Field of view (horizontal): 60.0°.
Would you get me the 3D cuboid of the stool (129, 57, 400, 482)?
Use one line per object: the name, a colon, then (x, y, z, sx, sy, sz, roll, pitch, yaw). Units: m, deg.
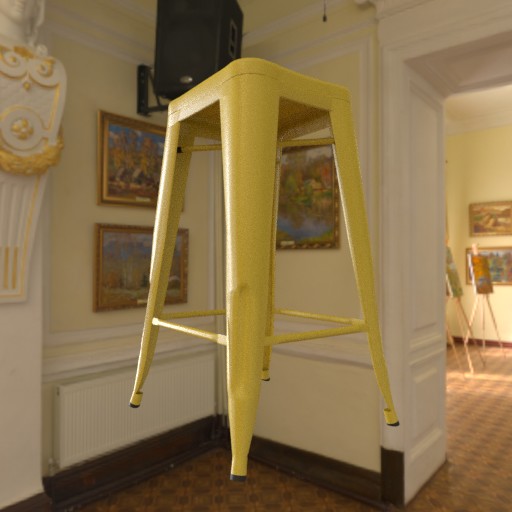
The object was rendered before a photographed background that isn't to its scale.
stool: (0.000, 0.000, 0.849, 0.359, 0.609, 0.399, 0, -1, -37)
